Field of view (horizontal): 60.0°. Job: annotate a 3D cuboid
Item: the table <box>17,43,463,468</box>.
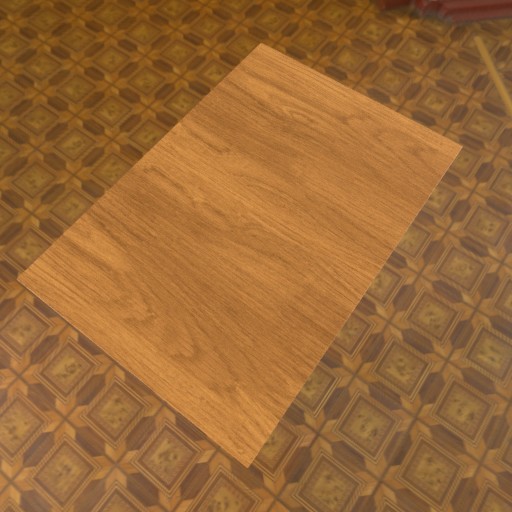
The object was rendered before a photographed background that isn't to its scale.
[{"bbox_3d":[0.000,0.000,1.840,0.900,0.770,1.300,34,69,14],"label":"table"}]
